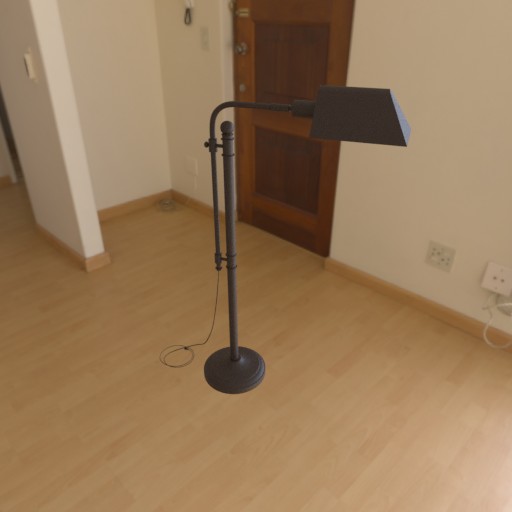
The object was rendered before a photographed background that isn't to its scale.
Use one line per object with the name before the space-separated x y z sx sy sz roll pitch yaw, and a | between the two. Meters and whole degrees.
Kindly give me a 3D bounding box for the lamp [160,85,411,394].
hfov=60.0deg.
lamp | 0.000 0.000 0.959 0.545 0.708 0.159 10 31 17
